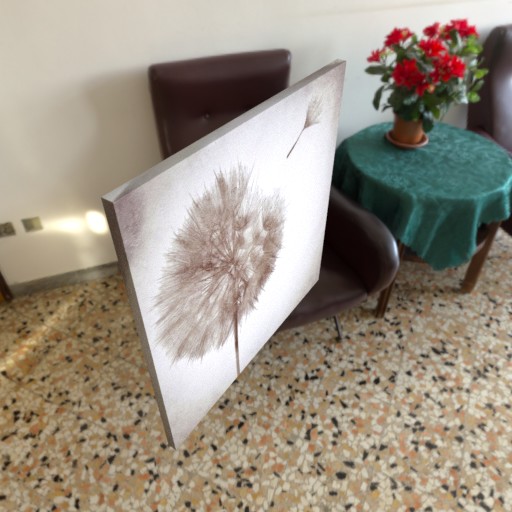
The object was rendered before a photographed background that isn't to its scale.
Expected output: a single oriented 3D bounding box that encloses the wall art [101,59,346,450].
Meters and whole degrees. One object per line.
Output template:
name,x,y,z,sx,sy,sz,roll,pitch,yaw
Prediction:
wall art,0.000,0.000,1.128,0.027,0.762,0.762,24,47,25
